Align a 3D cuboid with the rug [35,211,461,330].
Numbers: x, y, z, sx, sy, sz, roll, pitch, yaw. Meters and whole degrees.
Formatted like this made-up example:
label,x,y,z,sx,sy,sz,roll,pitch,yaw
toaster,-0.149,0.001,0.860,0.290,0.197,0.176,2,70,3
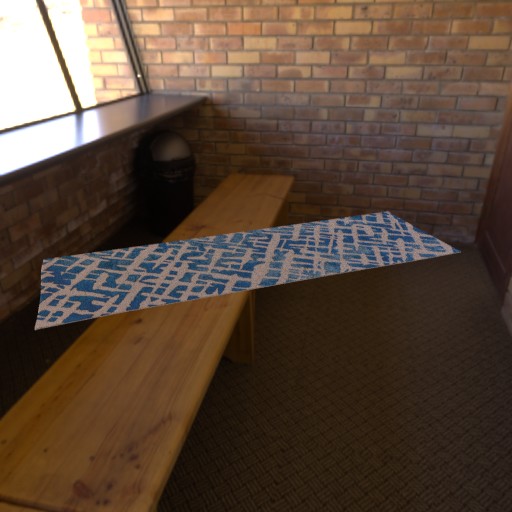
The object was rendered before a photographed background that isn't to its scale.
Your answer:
label,x,y,z,sx,sy,sz,roll,pitch,yaw
rug,0.000,0.000,2.717,2.446,0.011,0.768,-9,27,-18
